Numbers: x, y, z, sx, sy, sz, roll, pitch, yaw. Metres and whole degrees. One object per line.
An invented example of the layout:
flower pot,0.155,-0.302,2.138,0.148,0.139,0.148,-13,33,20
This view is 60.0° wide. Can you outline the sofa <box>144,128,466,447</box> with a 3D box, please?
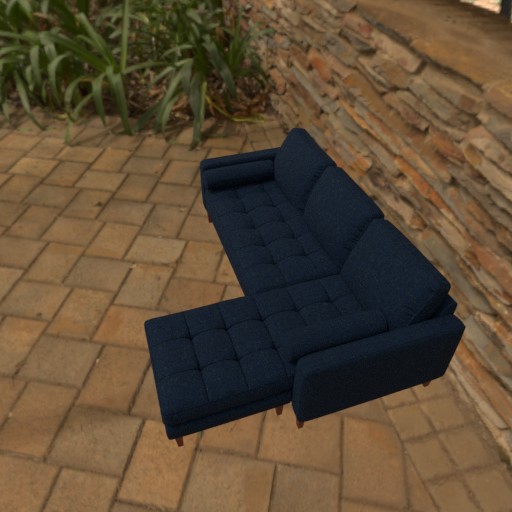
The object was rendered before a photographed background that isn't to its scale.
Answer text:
sofa,0.000,0.000,2.993,1.613,0.841,2.185,-13,43,-14
